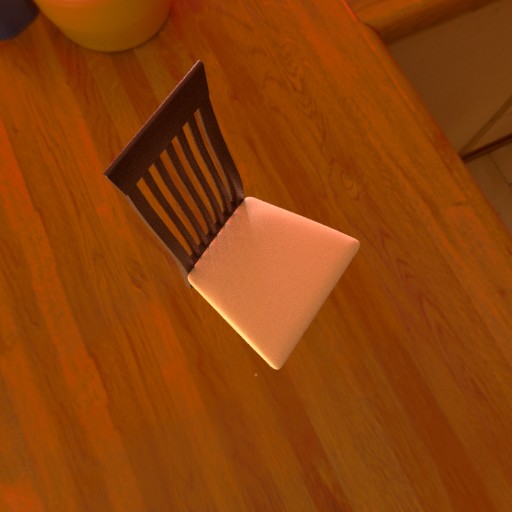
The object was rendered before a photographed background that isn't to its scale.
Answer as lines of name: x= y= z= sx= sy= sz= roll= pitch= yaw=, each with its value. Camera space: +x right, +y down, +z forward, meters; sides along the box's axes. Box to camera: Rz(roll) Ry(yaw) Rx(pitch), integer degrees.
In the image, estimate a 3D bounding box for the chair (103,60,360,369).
chair: x=0.000 y=0.000 z=1.281 sx=0.474 sy=1.027 sz=0.460 roll=34 pitch=78 yaw=8
